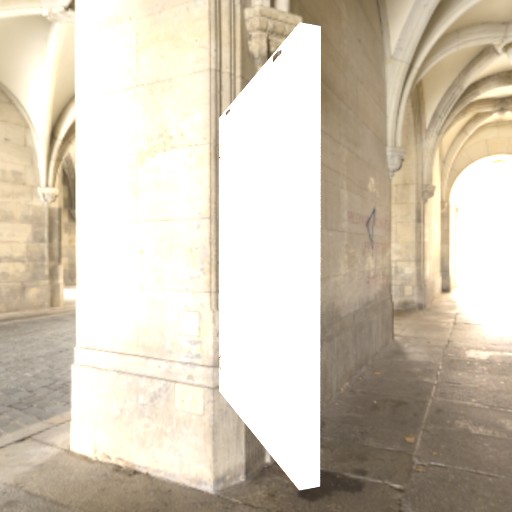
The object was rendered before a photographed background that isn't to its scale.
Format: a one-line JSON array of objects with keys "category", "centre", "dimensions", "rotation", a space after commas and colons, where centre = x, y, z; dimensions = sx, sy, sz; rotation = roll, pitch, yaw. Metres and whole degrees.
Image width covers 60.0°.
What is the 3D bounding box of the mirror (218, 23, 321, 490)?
[{"category": "mirror", "centre": [0.000, 0.000, 0.918], "dimensions": [0.040, 0.710, 0.507], "rotation": [0, 1, -19]}]
